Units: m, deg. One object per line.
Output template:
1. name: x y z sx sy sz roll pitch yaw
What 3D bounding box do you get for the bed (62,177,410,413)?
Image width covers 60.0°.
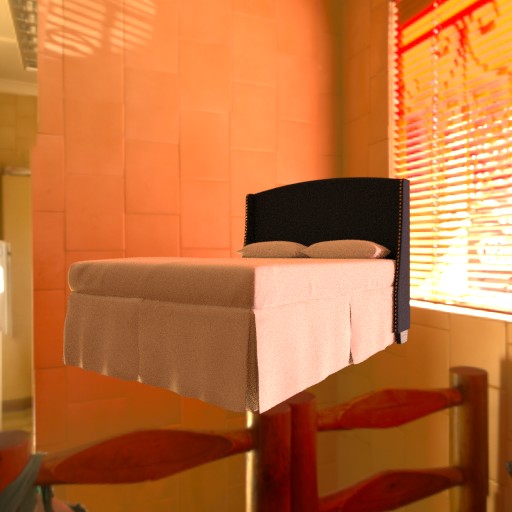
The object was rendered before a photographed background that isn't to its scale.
1. bed: 0.000 0.000 3.277 1.604 1.402 2.223 0 1 36
